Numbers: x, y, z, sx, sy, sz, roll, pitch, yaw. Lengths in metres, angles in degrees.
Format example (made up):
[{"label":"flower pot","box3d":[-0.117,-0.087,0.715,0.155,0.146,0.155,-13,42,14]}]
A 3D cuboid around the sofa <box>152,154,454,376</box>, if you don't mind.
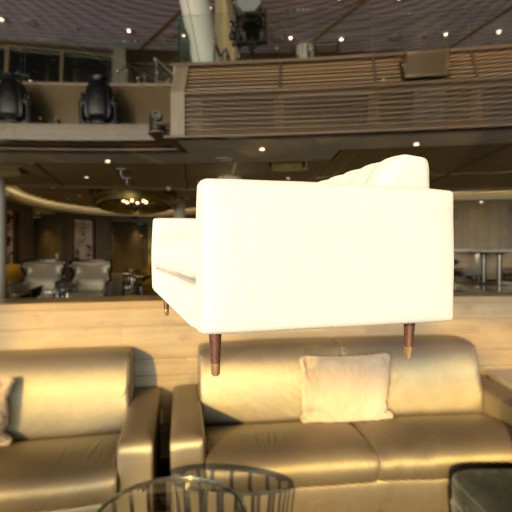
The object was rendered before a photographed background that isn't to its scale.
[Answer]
[{"label":"sofa","box3d":[0.000,0.000,2.379,0.969,0.814,1.895,0,1,-18]}]
